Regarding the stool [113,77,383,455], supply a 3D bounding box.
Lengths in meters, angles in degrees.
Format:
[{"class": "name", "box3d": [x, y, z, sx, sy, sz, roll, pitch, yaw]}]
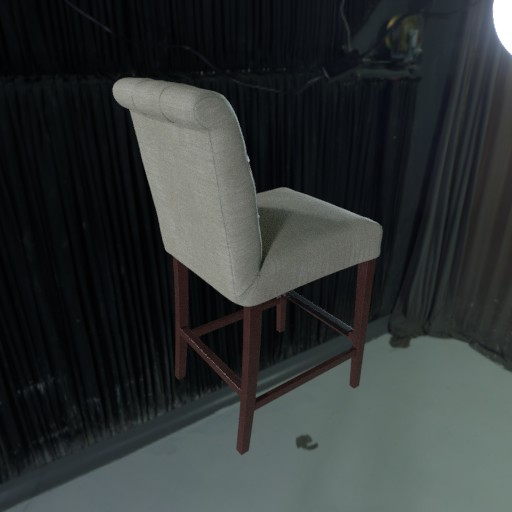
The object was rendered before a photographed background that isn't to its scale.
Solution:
[{"class": "stool", "box3d": [0.000, 0.000, 1.438, 0.660, 1.084, 0.486, -18, 31, -32]}]
